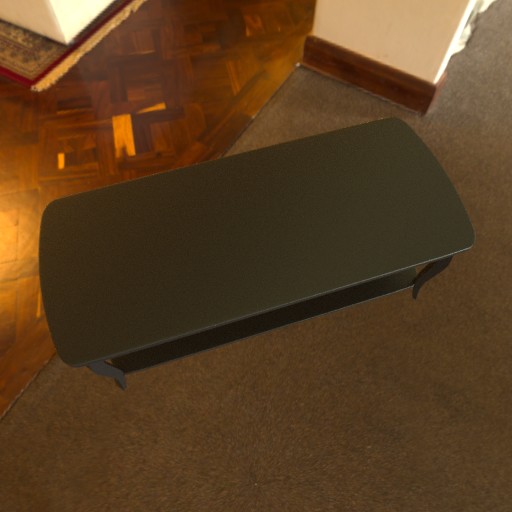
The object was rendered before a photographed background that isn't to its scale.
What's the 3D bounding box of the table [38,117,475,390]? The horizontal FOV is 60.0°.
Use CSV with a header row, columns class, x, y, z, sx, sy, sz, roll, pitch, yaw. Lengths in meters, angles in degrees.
class,x,y,z,sx,sy,sz,roll,pitch,yaw
table,0.000,0.000,1.595,1.333,0.457,0.571,-16,64,-8
